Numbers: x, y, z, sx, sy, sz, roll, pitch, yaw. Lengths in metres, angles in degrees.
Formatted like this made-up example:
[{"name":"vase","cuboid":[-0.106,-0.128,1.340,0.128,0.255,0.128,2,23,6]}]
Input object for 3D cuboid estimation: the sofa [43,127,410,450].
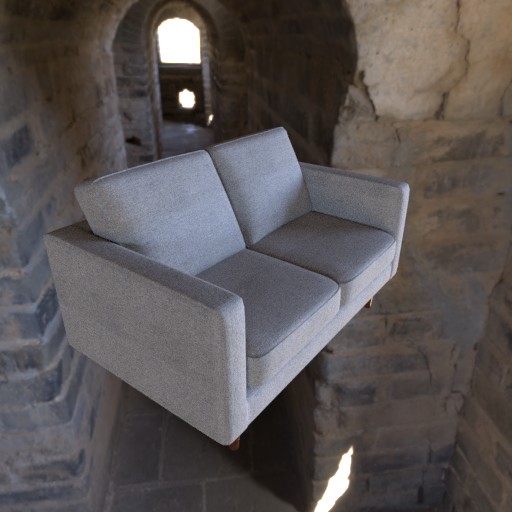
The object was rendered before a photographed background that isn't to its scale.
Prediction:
[{"name":"sofa","cuboid":[0.000,0.000,2.150,0.969,0.973,1.527,19,33,32]}]
